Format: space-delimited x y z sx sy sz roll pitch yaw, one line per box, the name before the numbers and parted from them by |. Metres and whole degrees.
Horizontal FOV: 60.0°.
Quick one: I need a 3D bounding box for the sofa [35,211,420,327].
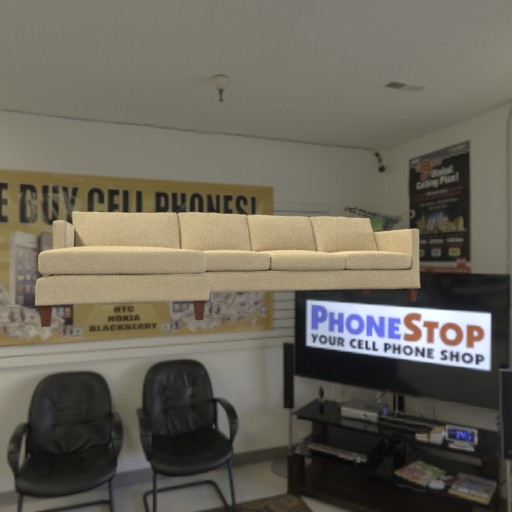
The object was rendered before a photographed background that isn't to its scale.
sofa | 0.000 0.000 3.803 3.186 0.846 1.625 0 0 -17
